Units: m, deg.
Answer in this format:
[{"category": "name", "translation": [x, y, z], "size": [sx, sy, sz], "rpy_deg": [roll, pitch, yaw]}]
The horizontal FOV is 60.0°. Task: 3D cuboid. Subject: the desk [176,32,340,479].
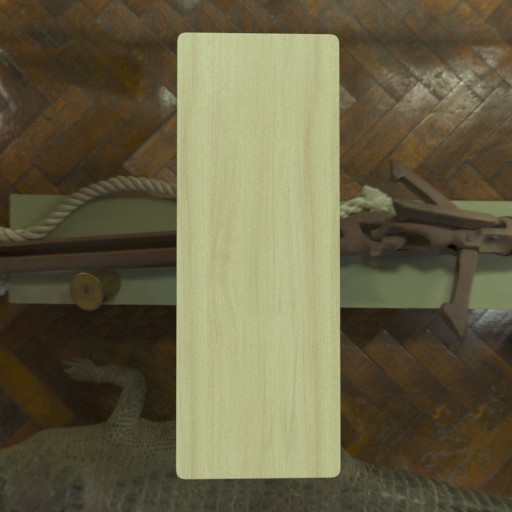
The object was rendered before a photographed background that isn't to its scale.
[{"category": "desk", "translation": [0.000, 0.000, 1.870], "size": [0.550, 0.755, 1.500], "rpy_deg": [0, 89, -1]}]
